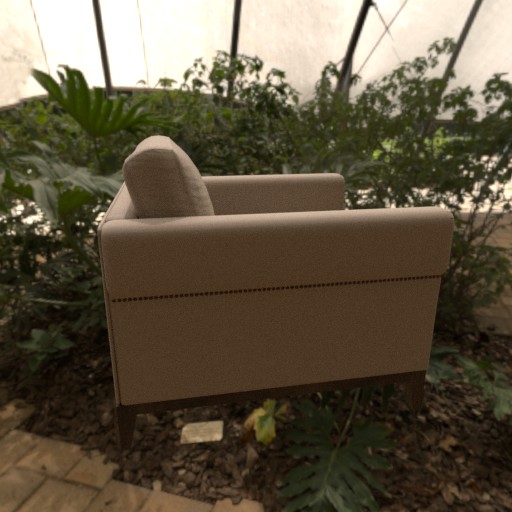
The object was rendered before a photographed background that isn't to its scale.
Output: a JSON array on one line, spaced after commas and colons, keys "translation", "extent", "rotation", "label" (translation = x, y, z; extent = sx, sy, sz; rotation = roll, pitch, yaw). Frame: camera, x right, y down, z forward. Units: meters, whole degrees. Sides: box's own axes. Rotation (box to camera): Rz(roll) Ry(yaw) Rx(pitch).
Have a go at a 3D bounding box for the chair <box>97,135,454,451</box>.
[{"translation": [0.000, 0.000, 1.631], "extent": [0.959, 0.838, 0.914], "rotation": [-3, 18, -11], "label": "chair"}]
